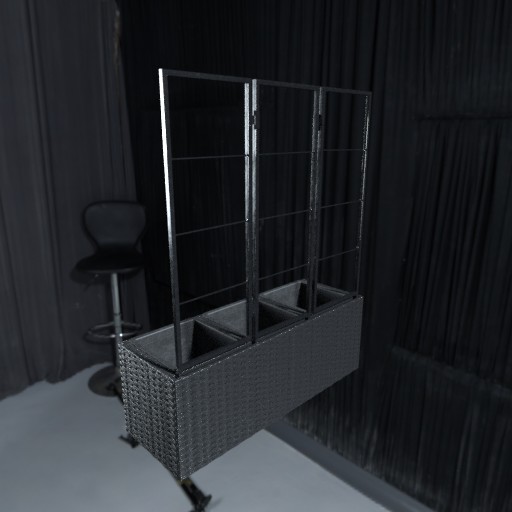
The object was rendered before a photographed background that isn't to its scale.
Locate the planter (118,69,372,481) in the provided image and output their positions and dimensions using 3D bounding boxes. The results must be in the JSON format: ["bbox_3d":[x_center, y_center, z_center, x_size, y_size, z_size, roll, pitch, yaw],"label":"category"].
[{"bbox_3d":[0.000,0.000,1.170,0.698,0.841,0.244,-15,22,-42],"label":"planter"}]
